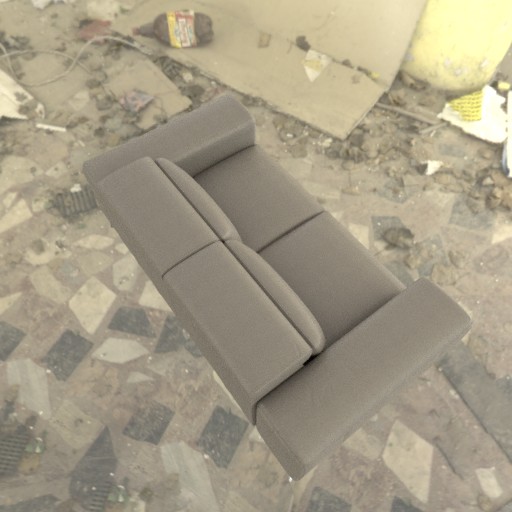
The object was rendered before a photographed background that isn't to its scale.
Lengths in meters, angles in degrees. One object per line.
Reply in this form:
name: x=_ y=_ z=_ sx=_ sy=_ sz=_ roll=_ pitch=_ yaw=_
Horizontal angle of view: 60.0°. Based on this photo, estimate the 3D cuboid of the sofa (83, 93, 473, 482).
sofa: x=0.000 y=0.000 z=2.367 sx=1.024 sy=0.753 sz=1.930 roll=-32 pitch=64 yaw=-18
